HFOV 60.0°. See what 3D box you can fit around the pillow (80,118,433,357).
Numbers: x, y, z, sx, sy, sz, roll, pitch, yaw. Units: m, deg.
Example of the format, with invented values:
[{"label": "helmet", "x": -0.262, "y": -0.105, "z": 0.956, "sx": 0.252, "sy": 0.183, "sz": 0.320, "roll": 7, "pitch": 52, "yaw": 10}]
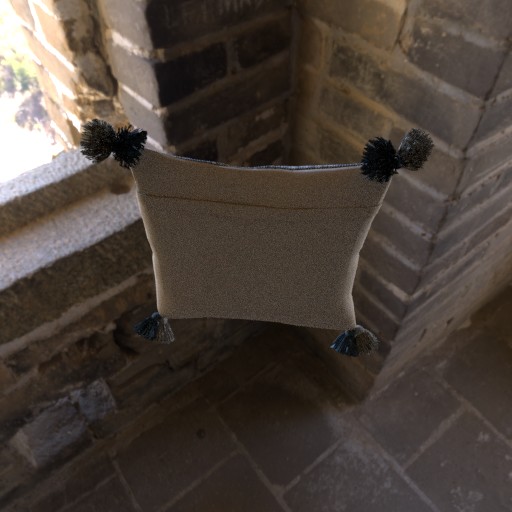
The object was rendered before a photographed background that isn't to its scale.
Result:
[{"label": "pillow", "x": 0.000, "y": 0.000, "z": 0.922, "sx": 0.614, "sy": 0.634, "sz": 0.138, "roll": 4, "pitch": 46, "yaw": 4}]
